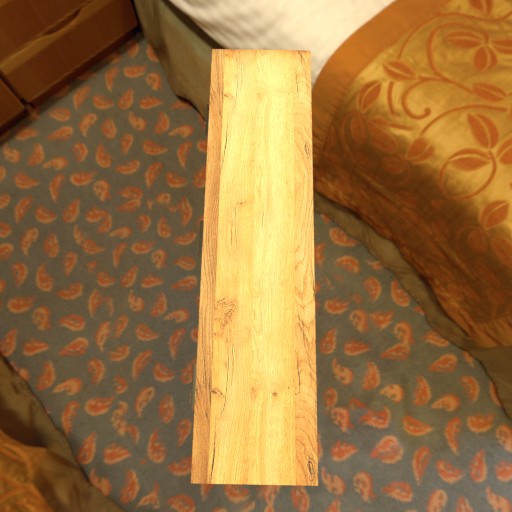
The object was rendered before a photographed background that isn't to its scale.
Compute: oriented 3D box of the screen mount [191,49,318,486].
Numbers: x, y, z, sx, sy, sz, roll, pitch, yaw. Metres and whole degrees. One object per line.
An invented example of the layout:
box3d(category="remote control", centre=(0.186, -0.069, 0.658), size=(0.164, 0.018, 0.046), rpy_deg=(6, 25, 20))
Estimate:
box3d(category="screen mount", centre=(0.000, 0.000, 1.729), size=(0.395, 0.450, 1.524), rpy_deg=(1, 75, 0))
